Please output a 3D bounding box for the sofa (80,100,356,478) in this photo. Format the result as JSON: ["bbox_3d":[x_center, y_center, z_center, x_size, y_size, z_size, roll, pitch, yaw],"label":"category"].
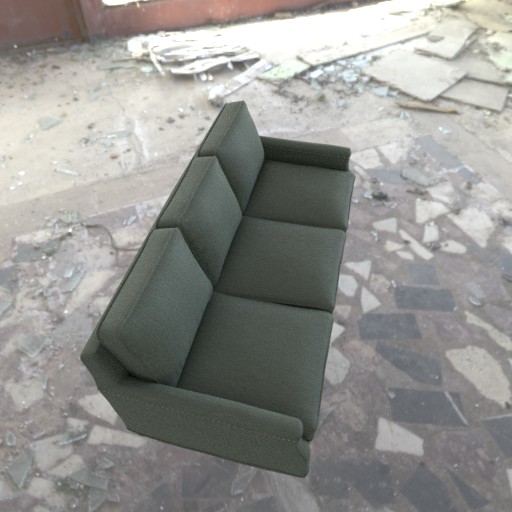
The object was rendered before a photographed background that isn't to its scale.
[{"bbox_3d":[0.000,0.000,2.799,1.084,1.003,2.246,10,49,9],"label":"sofa"}]
